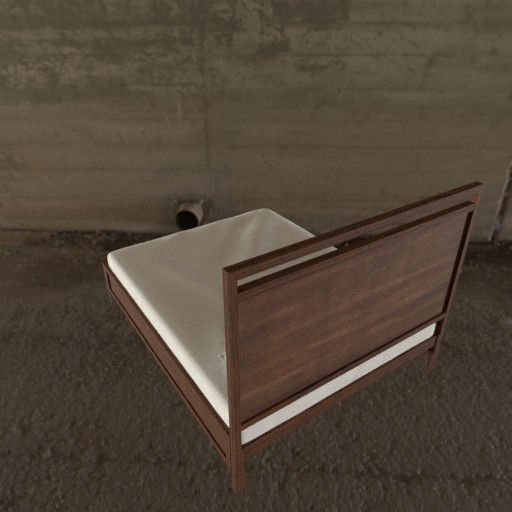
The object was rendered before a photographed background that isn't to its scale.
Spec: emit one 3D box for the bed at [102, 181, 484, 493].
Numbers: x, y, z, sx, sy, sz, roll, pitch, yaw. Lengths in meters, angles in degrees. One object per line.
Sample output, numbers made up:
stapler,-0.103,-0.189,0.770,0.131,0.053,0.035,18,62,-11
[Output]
bed,0.000,0.000,3.362,1.765,1.487,2.218,-19,35,-29
